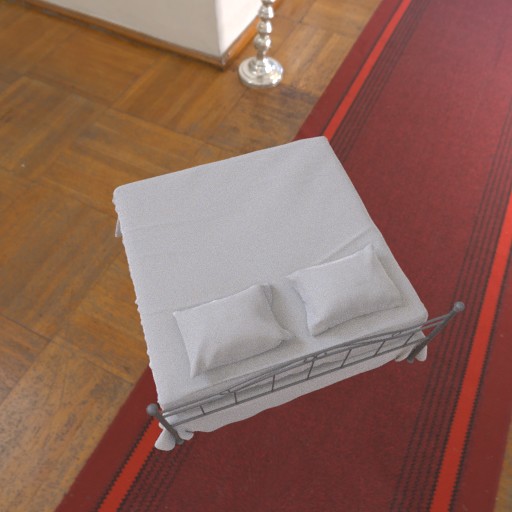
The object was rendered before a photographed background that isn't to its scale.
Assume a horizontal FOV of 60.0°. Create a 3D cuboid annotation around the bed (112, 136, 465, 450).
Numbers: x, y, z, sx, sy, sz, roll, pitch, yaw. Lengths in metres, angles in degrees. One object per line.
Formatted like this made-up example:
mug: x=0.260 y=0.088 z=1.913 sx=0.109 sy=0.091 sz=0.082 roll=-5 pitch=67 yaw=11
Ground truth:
bed: x=0.000 y=0.000 z=3.597 sx=2.309 sy=1.080 sz=2.220 roll=-16 pitch=60 yaw=-9
